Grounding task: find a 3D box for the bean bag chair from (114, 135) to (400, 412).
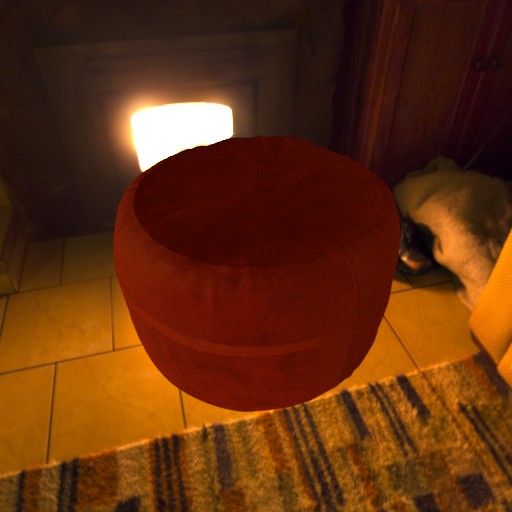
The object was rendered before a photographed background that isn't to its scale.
[{"bbox_3d":[0.000,0.000,2.028,1.219,0.762,1.219,0,40,0],"label":"bean bag chair"}]
